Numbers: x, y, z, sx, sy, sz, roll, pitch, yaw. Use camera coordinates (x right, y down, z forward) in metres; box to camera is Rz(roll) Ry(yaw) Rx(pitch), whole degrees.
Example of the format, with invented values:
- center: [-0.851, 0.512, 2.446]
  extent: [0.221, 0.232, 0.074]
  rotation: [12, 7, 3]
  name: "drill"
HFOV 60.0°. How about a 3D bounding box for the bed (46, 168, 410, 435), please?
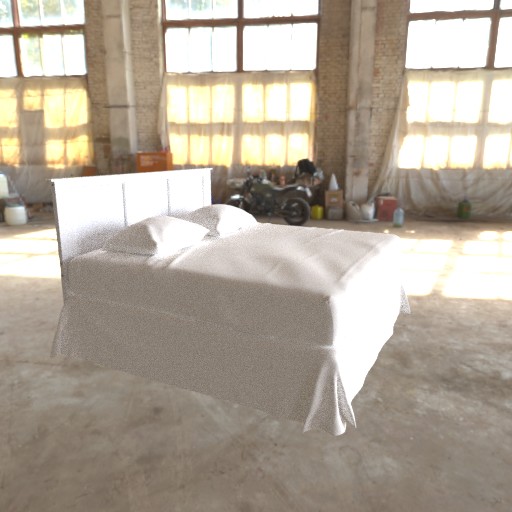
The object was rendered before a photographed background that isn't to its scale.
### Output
- center: [0.000, 0.000, 3.561]
  extent: [2.215, 1.273, 2.317]
  rotation: [7, 15, 26]
  name: "bed"
